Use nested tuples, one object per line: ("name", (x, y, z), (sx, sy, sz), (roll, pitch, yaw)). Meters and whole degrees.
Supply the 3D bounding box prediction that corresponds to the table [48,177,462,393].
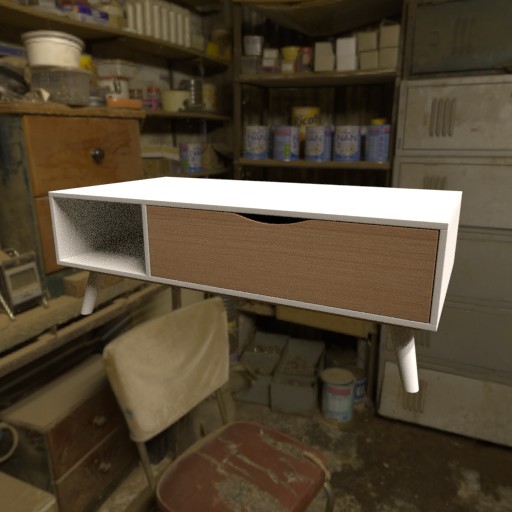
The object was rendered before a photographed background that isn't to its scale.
("table", (0.000, 0.000, 1.491), (1.194, 0.432, 0.609), (7, 17, 26))
